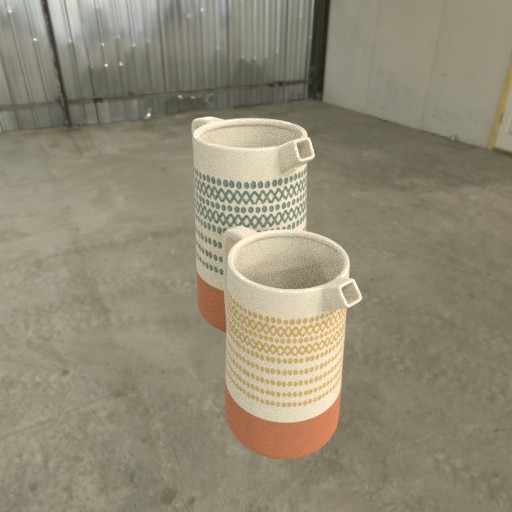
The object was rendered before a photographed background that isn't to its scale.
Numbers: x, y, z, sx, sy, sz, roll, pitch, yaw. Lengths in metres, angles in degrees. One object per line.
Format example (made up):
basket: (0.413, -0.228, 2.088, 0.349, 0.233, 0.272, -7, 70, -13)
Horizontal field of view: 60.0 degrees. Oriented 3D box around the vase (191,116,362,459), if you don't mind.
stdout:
vase: (0.000, 0.000, 0.477, 0.168, 0.247, 0.326, 1, 31, 1)
